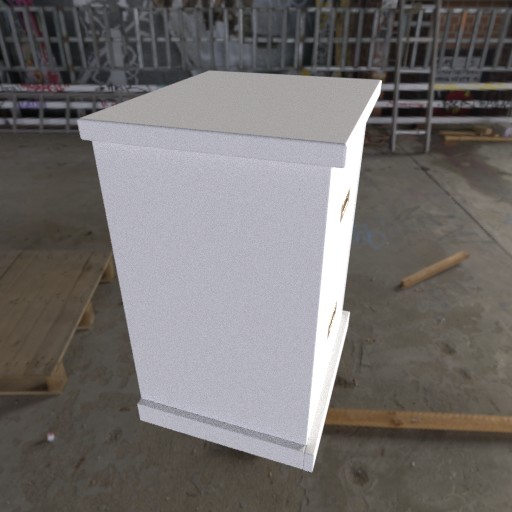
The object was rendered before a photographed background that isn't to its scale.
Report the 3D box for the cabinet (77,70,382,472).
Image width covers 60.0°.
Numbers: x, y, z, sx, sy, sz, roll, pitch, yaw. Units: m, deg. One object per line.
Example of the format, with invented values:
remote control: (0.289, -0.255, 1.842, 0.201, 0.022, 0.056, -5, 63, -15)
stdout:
cabinet: (0.000, 0.000, 1.044, 0.431, 0.723, 0.520, 10, 32, 16)
